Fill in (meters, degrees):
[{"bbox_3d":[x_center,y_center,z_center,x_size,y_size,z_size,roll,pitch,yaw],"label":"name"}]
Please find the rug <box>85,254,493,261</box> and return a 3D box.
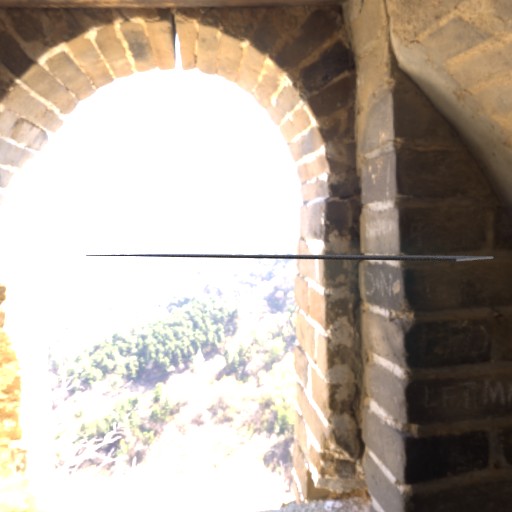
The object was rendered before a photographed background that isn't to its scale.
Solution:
[{"bbox_3d":[0.000,0.000,2.664,2.430,0.012,0.759,1,1,37],"label":"rug"}]
